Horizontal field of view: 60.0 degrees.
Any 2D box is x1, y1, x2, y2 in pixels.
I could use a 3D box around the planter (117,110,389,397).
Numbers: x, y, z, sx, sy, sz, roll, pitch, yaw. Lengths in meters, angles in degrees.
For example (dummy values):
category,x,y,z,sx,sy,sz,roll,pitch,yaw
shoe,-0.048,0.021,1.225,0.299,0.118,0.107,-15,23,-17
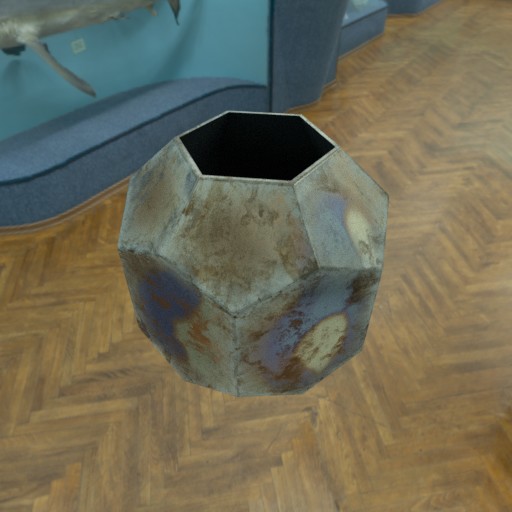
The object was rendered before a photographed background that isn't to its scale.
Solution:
category,x,y,z,sx,sy,sz,roll,pitch,yaw
planter,0.000,0.000,0.427,0.243,0.238,0.221,27,48,27
